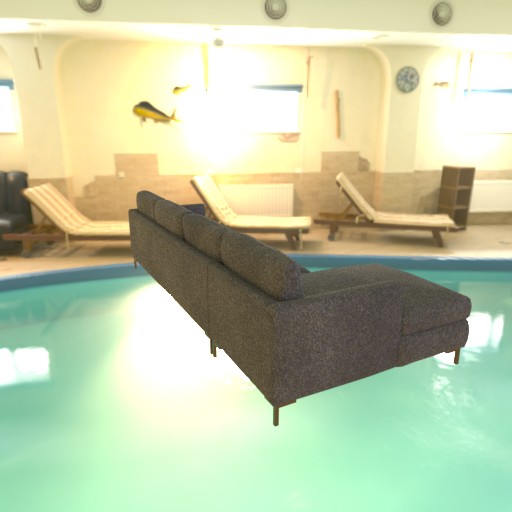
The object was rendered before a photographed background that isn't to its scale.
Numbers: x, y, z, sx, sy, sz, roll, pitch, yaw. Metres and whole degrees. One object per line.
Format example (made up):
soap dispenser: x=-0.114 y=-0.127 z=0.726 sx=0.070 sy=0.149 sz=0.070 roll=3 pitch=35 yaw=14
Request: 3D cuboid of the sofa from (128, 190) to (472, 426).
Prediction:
sofa: x=0.000 y=0.000 z=3.507 sx=1.350 sy=0.810 sz=2.932 roll=-8 pitch=18 yaw=-27
